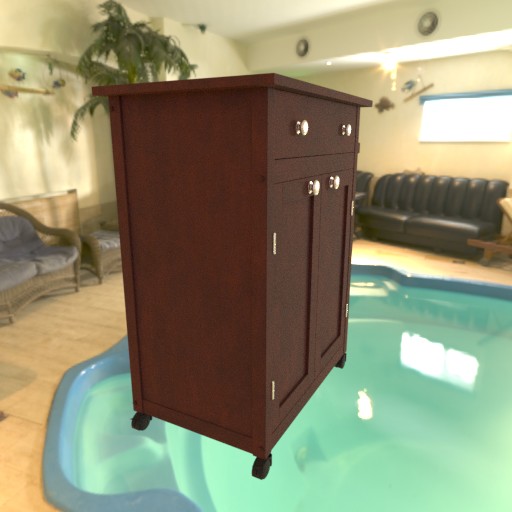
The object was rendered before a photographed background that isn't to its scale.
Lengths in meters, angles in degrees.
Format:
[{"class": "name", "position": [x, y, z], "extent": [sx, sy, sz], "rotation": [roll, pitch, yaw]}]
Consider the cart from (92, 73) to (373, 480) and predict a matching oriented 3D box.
[{"class": "cart", "position": [0.000, 0.000, 1.261], "extent": [0.442, 0.864, 0.683], "rotation": [8, 17, 27]}]
